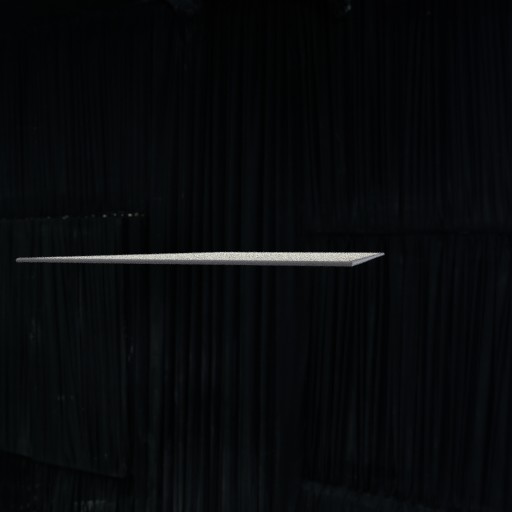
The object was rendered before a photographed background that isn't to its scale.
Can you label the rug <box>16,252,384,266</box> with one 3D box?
[{"bbox_3d":[0.000,0.000,2.040,1.067,0.013,1.676,0,1,19],"label":"rug"}]
